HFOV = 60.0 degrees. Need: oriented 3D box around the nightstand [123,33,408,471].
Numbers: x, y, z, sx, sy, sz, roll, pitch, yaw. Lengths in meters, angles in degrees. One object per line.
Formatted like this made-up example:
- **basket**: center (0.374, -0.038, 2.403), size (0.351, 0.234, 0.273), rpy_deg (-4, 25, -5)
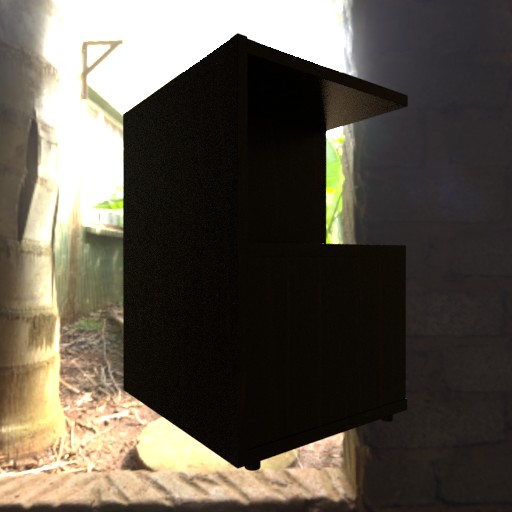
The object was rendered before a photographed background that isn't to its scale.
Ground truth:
- **nightstand**: center (0.000, 0.000, 0.820), size (0.356, 0.559, 0.400), rpy_deg (0, 0, -37)
